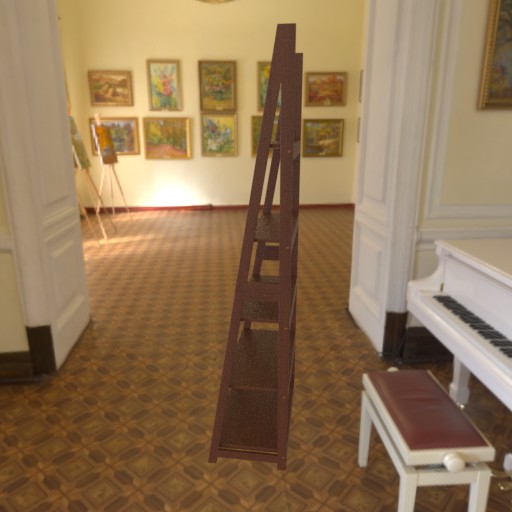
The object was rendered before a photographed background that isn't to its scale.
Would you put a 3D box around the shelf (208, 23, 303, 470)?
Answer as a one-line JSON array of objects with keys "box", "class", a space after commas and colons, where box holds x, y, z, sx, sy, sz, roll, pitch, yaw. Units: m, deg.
[{"box": [0.000, 0.000, 2.004, 0.350, 1.770, 0.600, 2, 16, 8], "class": "shelf"}]
